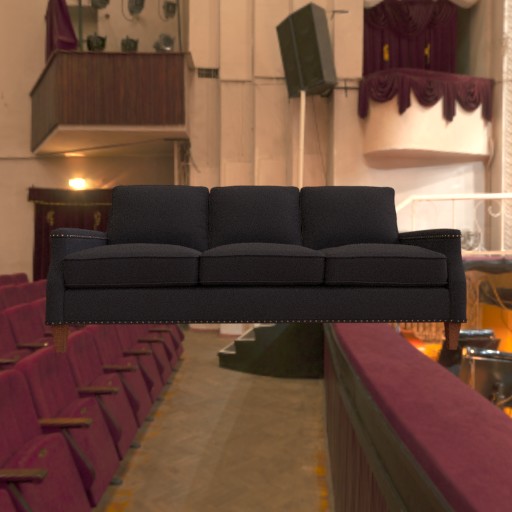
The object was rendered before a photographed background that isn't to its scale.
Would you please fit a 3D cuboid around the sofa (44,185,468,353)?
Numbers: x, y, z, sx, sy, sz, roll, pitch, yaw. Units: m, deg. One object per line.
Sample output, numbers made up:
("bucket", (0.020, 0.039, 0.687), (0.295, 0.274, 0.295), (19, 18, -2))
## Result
("sofa", (0.000, 0.000, 2.850), (2.246, 1.003, 1.084), (0, 1, -2))
